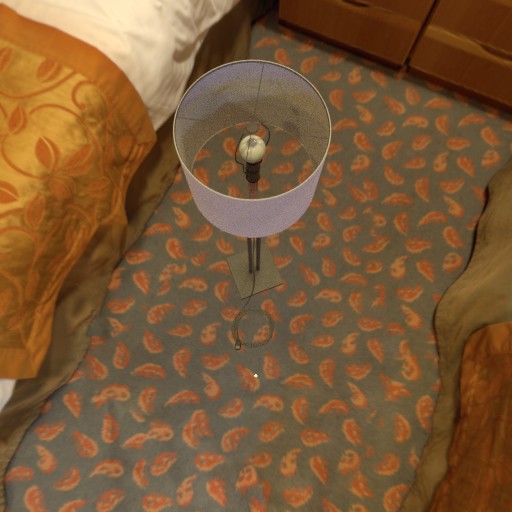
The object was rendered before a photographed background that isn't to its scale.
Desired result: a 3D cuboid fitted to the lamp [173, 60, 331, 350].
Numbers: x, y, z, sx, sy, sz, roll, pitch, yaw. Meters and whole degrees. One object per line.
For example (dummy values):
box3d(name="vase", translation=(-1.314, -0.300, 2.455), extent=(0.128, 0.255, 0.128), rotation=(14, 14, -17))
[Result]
box3d(name="lamp", translation=(0.000, 0.000, 1.902), extent=(0.474, 1.650, 0.639), rotation=(-20, 76, -5))
